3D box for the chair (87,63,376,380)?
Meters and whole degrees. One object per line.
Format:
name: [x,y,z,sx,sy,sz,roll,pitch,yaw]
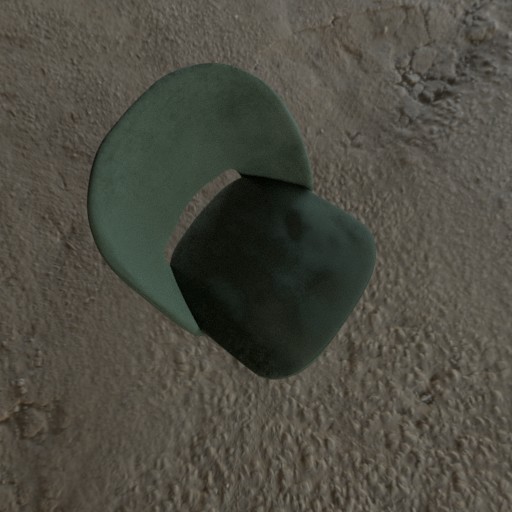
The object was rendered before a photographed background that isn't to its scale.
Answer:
chair: [0.000,0.000,1.179,0.577,0.860,0.527,36,78,9]
